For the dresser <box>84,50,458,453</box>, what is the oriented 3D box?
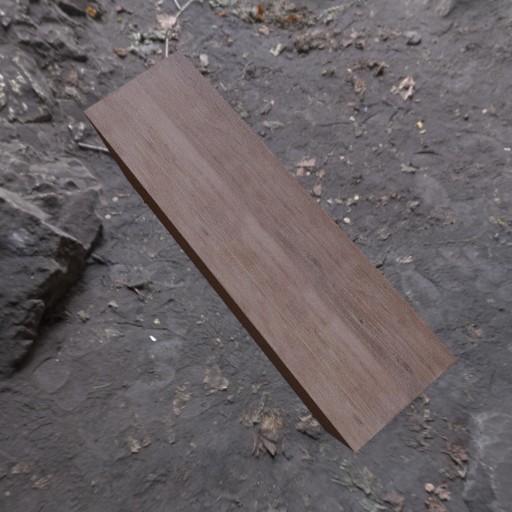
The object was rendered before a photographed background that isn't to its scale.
[{"bbox_3d":[0.000,0.000,1.964,0.455,0.805,1.554,-38,78,-10],"label":"dresser"}]
